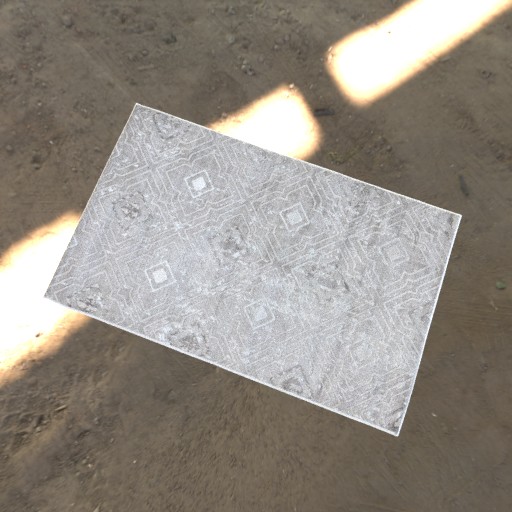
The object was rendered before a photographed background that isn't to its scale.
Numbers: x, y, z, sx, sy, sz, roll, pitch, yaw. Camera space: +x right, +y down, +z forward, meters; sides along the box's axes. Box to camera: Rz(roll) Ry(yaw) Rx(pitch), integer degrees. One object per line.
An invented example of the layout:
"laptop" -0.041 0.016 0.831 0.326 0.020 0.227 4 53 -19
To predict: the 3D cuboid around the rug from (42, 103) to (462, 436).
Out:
"rug" 0.000 0.000 2.983 2.447 0.036 1.537 20 78 5
